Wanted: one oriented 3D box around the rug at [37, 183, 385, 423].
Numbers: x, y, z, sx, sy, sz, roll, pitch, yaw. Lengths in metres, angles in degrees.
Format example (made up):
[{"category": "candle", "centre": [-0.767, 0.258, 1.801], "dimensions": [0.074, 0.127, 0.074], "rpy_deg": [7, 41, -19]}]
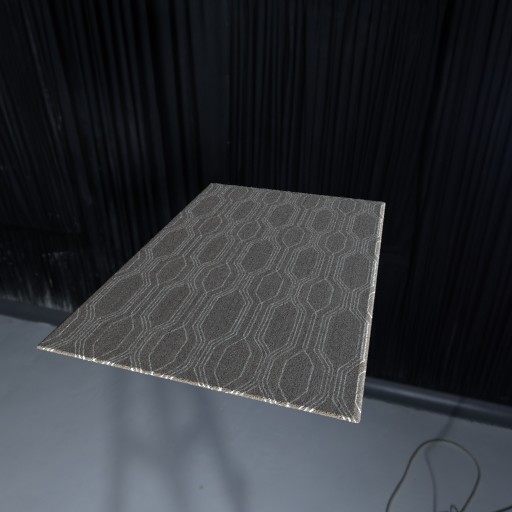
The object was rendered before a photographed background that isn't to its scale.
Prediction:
[{"category": "rug", "centre": [0.000, 0.000, 2.328], "dimensions": [1.239, 0.012, 1.836], "rpy_deg": [9, 31, 14]}]
